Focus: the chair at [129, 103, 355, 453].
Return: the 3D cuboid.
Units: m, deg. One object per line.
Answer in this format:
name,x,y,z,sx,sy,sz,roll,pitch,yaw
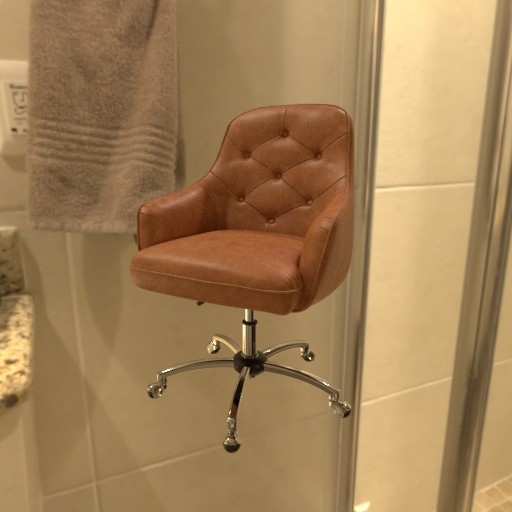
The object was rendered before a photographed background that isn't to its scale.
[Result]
chair,0.000,0.000,1.332,0.628,0.909,0.615,7,16,27
